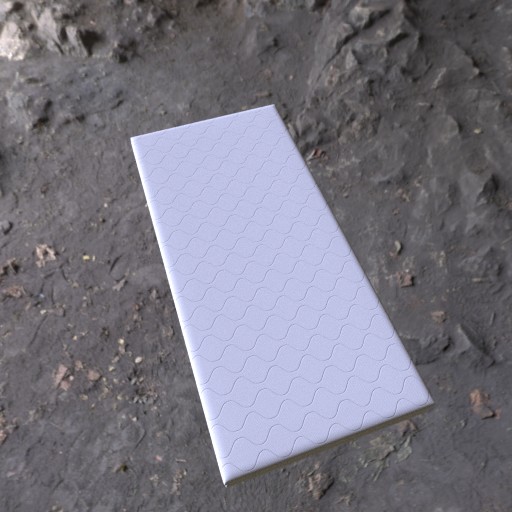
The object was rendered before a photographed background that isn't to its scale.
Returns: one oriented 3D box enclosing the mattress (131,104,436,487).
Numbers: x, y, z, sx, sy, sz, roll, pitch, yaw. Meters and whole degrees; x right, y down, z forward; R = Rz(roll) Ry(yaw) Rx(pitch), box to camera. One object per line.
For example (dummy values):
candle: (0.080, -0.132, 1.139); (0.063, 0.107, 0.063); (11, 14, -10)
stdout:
mattress: (0.000, 0.000, 2.251); (0.900, 0.200, 1.900); (-16, 60, -10)
